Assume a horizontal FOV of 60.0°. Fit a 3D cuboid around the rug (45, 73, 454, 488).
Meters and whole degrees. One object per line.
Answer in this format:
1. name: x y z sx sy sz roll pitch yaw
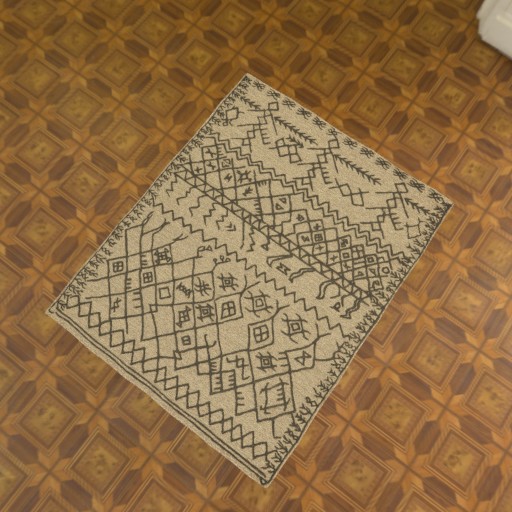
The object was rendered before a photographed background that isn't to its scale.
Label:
1. rug: 0.000 0.000 3.253 1.964 0.025 2.455 35 78 8
